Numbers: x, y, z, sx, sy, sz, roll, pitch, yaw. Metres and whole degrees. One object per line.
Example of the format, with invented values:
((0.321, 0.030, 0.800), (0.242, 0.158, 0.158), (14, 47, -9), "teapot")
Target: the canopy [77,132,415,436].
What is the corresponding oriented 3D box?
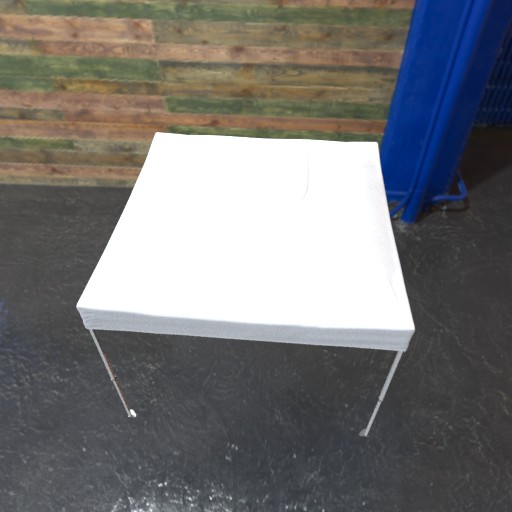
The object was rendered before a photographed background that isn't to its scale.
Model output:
((0.000, 0.000, 5.423), (2.996, 2.997, 2.998), (3, 46, 3), "canopy")
